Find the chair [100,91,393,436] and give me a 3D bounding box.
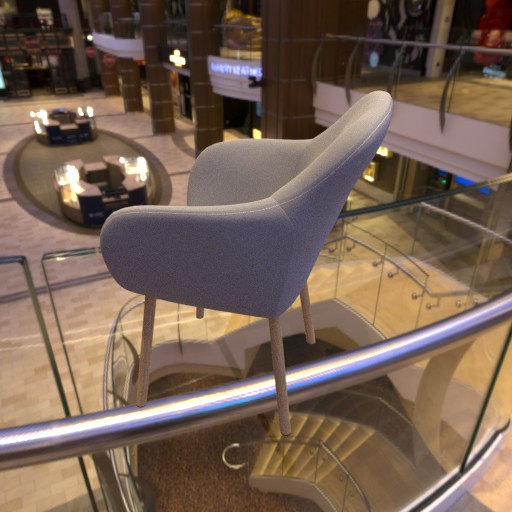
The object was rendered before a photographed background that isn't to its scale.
[{"bbox_3d":[0.000,0.000,1.183,0.590,0.830,0.570,8,30,14],"label":"chair"}]
